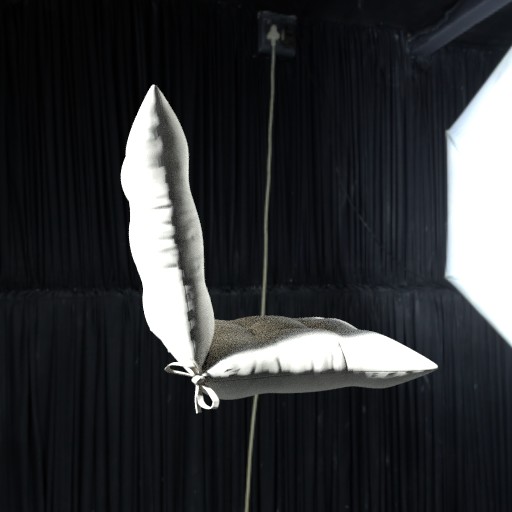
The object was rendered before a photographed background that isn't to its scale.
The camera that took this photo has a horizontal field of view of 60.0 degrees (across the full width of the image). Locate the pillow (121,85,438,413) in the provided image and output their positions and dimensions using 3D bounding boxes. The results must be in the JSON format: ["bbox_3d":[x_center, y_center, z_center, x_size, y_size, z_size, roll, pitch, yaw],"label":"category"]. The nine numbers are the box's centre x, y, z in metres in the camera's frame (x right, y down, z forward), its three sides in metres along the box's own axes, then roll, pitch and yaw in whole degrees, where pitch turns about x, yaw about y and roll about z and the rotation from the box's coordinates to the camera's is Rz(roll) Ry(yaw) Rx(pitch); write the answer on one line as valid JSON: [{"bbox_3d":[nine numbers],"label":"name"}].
[{"bbox_3d":[0.000,0.000,1.002,0.585,0.536,0.541,0,-1,-17],"label":"pillow"}]
